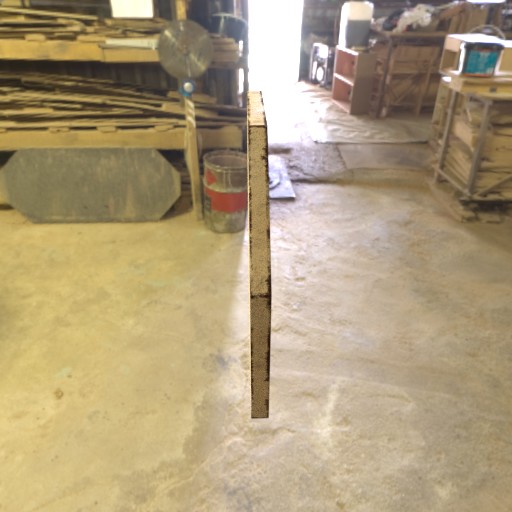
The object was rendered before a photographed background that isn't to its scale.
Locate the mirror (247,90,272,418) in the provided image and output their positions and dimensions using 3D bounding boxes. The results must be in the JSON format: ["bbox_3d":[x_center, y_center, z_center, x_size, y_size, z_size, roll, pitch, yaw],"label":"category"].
[{"bbox_3d":[0.000,0.000,0.980,0.031,0.648,0.648,-1,32,-1],"label":"mirror"}]
